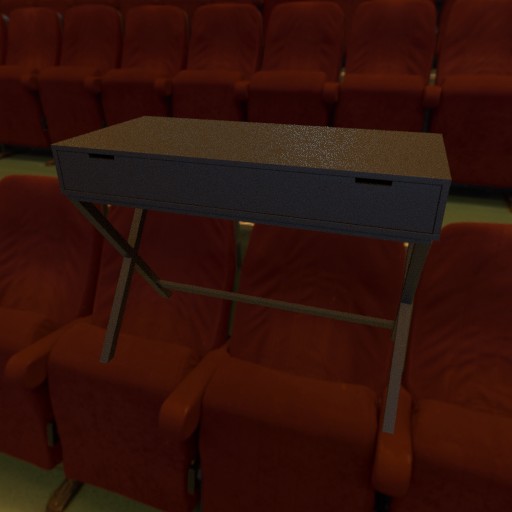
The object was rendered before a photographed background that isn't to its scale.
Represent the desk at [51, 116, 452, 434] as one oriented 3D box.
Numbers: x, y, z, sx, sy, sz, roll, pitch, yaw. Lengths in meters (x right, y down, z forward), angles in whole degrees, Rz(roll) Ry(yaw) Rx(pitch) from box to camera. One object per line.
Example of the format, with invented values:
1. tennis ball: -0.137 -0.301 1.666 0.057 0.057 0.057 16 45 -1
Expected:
1. desk: 0.000 0.000 1.495 1.057 0.780 0.504 8 28 16
